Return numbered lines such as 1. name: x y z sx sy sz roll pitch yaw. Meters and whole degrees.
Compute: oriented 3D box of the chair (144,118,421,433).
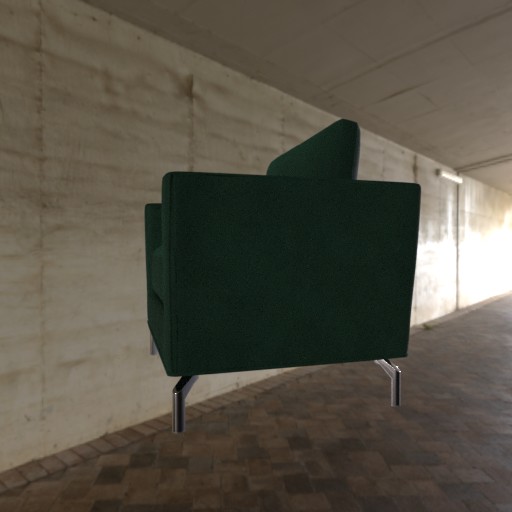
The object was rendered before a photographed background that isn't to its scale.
1. chair: 0.000 0.000 1.850 0.852 0.997 1.047 0 1 -17
